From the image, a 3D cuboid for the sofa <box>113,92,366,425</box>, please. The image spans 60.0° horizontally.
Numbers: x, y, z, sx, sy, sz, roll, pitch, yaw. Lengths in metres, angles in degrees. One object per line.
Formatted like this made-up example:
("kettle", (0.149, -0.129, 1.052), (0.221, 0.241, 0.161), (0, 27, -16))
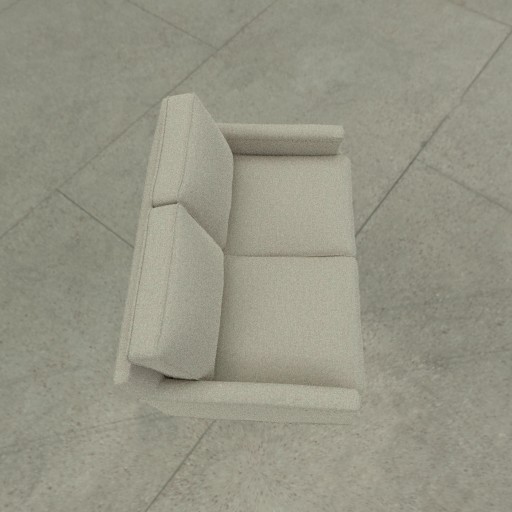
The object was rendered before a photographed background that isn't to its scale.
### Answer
("sofa", (0.000, 0.000, 2.349), (1.084, 1.003, 1.597), (2, 64, 1))
